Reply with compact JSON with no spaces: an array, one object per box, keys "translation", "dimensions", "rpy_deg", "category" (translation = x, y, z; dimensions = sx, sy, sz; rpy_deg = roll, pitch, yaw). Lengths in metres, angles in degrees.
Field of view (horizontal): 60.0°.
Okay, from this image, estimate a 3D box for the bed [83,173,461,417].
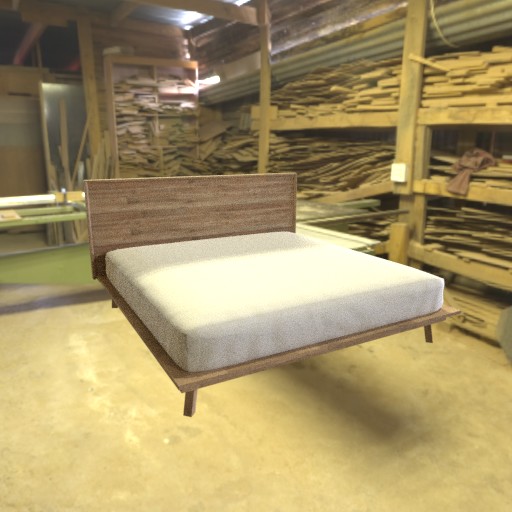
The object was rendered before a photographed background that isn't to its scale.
[{"translation":[0.000,0.000,3.435],"dimensions":[2.116,1.100,2.167],"rpy_deg":[-8,16,-28],"category":"bed"}]
